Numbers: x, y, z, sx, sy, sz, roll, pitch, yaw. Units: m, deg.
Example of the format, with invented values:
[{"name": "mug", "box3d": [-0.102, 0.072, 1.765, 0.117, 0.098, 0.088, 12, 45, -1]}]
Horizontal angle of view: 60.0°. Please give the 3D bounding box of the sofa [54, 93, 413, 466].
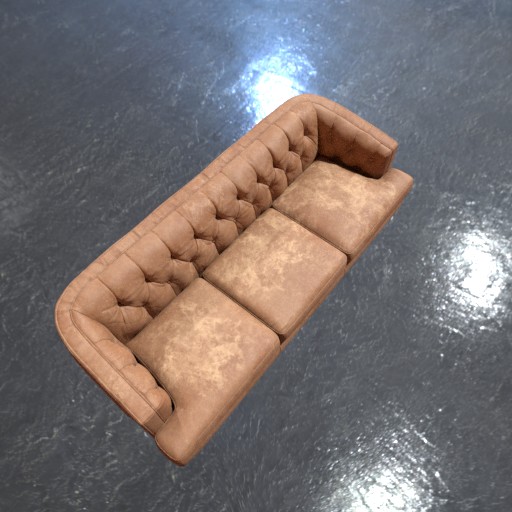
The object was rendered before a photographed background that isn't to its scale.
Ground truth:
[{"name": "sofa", "box3d": [0.000, 0.000, 2.670, 0.922, 0.791, 2.257, 35, 64, 20]}]
